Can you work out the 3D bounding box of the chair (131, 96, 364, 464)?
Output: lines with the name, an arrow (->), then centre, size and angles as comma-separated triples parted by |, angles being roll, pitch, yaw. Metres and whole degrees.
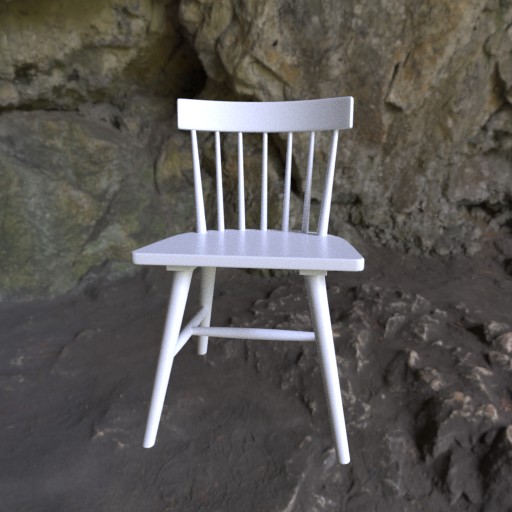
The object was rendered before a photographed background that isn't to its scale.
chair -> 0.000, 0.000, 1.118 | 0.483, 0.787, 0.500 | 2, 14, 7
